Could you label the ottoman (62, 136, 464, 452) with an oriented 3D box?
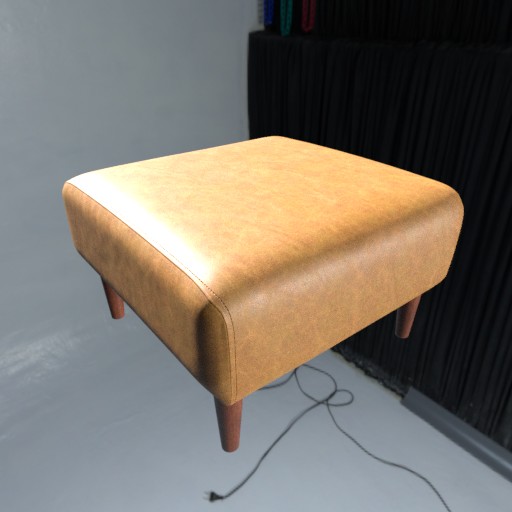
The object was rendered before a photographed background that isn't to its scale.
[{"bbox_3d":[0.000,0.000,1.032,0.650,0.399,0.650,-21,35,-33],"label":"ottoman"}]
